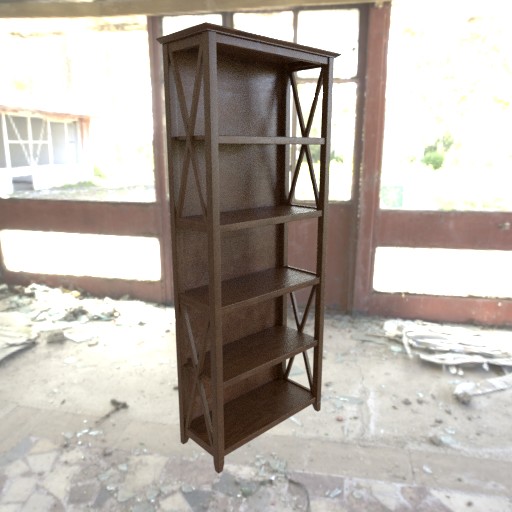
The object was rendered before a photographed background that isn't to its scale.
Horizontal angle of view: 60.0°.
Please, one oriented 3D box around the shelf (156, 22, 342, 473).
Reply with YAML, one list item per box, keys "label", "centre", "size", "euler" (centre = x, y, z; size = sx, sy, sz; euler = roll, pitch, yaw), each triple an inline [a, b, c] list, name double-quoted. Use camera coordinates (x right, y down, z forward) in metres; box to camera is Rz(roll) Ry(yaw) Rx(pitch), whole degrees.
- label: "shelf"
  centre: [0.000, 0.000, 2.183]
  size: [0.805, 1.905, 0.335]
  euler: [-13, 19, -42]
